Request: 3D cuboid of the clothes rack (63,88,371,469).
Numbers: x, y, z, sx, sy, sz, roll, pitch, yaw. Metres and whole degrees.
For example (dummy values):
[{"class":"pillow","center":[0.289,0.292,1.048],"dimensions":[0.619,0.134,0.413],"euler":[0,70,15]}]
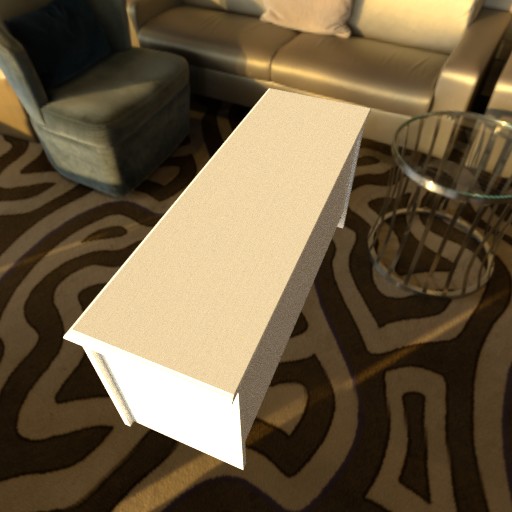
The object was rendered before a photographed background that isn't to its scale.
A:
[{"class":"clothes rack","center":[0.000,0.000,1.491],"dimensions":[0.405,0.558,1.218],"euler":[17,50,15]}]
